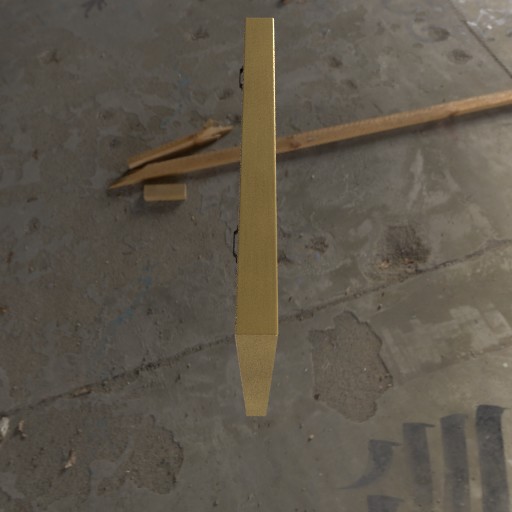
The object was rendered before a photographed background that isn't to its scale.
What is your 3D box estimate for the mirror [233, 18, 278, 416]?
[{"bbox_3d":[0.000,0.000,0.684,0.041,0.508,0.405,0,63,0],"label":"mirror"}]
